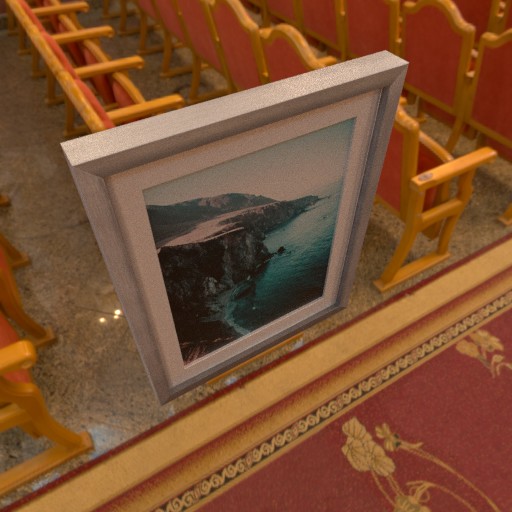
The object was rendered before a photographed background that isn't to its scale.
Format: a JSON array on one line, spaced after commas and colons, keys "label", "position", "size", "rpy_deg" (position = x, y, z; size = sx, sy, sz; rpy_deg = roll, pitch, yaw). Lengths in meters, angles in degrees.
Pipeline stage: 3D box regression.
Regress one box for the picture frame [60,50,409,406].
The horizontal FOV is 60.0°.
[{"label": "picture frame", "position": [0.000, 0.000, 0.732], "size": [0.449, 0.555, 0.046], "rpy_deg": [-24, 52, -20]}]
